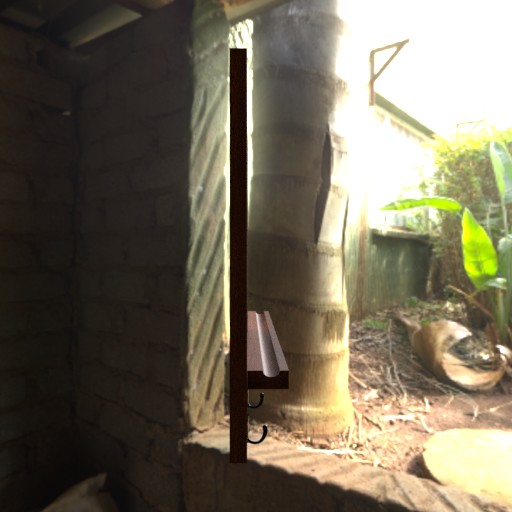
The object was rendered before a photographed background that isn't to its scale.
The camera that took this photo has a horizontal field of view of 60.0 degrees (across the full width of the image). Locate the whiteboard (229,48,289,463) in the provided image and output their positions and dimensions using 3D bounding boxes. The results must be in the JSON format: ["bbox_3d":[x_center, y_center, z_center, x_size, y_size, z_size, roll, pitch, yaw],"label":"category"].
[{"bbox_3d":[0.000,0.000,0.973,0.083,0.553,0.768,0,0,-1],"label":"whiteboard"}]
